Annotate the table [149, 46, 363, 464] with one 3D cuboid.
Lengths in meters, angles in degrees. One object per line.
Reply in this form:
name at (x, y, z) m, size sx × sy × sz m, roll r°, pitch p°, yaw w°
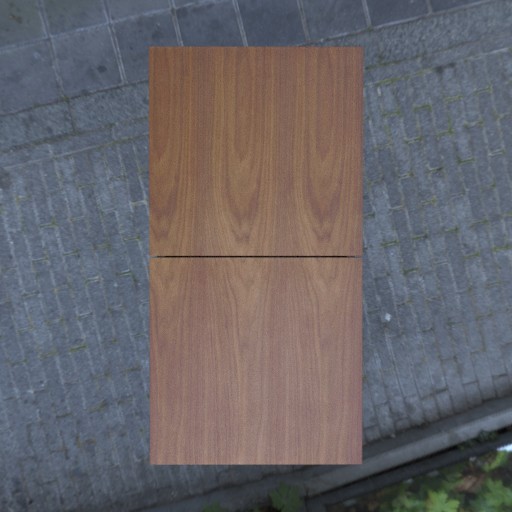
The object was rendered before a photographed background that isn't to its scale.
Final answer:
table at (0.000, 0.000, 1.431) m, size 0.610 × 0.330 × 1.194 m, roll 0°, pitch 91°, yaw 0°
